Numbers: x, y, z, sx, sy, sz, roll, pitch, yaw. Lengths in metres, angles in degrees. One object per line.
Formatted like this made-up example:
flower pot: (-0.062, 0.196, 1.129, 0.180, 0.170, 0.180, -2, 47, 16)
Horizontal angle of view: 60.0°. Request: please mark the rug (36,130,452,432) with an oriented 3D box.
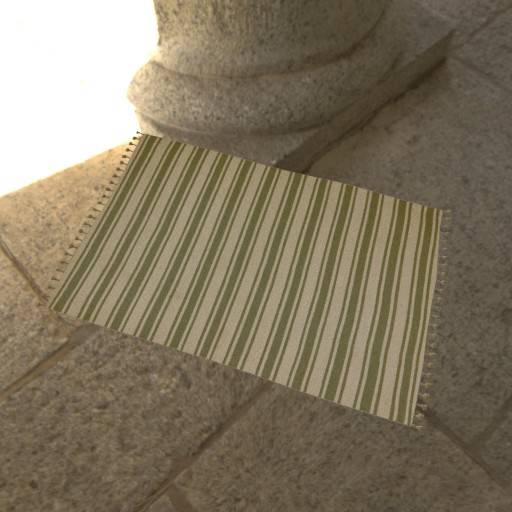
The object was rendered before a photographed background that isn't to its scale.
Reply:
rug: (0.000, 0.000, 2.253, 1.875, 0.013, 1.162, 16, 64, 8)
